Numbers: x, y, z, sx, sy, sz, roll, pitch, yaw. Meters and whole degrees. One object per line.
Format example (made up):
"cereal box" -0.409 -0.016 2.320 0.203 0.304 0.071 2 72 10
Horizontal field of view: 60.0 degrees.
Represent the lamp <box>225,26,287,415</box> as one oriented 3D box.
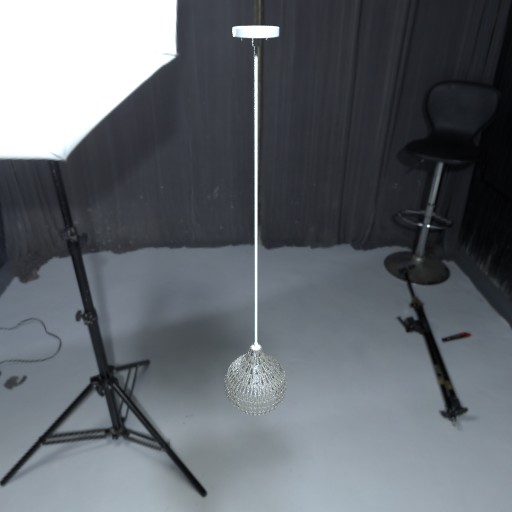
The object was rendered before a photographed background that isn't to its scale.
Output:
"lamp" 0.000 0.000 2.089 0.355 1.919 0.355 -1 31 -2
